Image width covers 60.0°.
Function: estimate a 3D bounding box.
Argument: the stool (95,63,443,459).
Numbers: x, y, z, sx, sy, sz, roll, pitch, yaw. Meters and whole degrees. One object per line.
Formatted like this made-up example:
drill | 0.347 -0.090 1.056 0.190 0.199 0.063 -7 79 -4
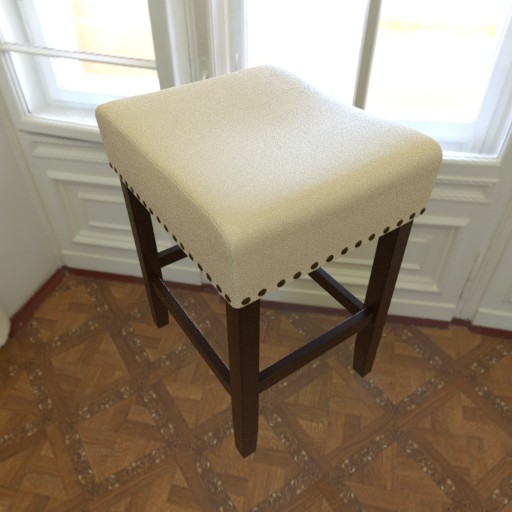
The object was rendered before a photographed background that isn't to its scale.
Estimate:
stool | 0.000 0.000 0.934 0.401 0.609 0.471 -25 47 -25
